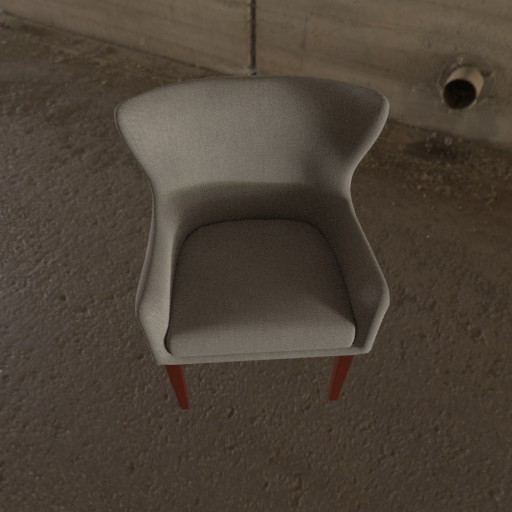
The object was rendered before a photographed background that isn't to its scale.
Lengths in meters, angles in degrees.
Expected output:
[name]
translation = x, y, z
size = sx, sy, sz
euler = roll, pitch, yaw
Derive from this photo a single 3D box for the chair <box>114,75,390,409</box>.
[chair]
translation = 0.000, 0.000, 1.438
size = 0.732, 0.948, 0.677
euler = -3, 48, -2
